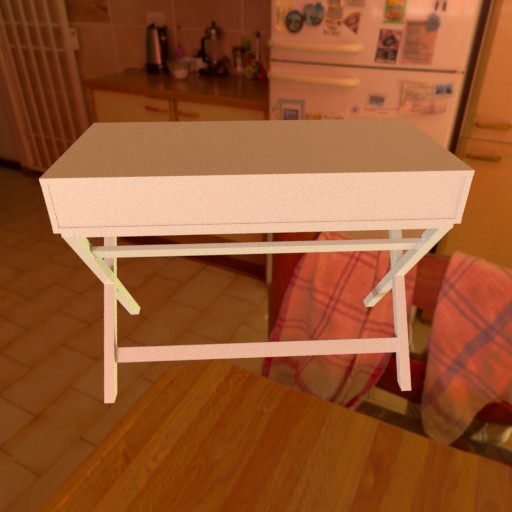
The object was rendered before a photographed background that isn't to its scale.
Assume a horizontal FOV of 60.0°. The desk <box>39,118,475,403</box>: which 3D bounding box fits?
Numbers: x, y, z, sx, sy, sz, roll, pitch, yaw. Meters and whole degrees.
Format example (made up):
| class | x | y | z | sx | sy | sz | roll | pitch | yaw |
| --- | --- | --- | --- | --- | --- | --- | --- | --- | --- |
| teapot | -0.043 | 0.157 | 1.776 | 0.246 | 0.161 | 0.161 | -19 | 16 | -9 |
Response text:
| class | x | y | z | sx | sy | sz | roll | pitch | yaw |
| --- | --- | --- | --- | --- | --- | --- | --- | --- | --- |
| desk | 0.000 | 0.000 | 1.499 | 1.057 | 0.780 | 0.525 | -2 | 31 | -3 |
